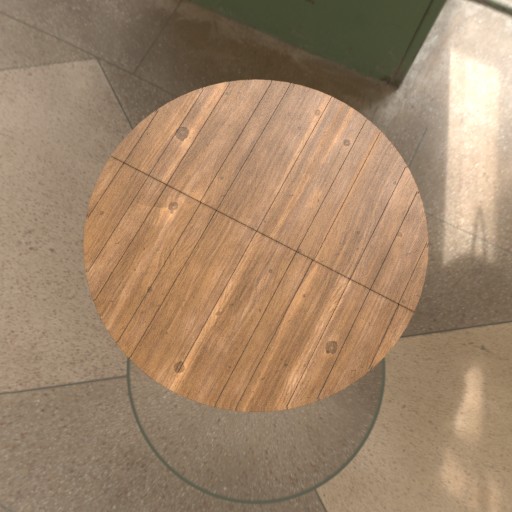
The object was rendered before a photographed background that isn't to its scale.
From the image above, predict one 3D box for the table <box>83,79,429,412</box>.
[{"bbox_3d":[0.000,0.000,1.935,1.213,0.764,1.213,0,77,0],"label":"table"}]
